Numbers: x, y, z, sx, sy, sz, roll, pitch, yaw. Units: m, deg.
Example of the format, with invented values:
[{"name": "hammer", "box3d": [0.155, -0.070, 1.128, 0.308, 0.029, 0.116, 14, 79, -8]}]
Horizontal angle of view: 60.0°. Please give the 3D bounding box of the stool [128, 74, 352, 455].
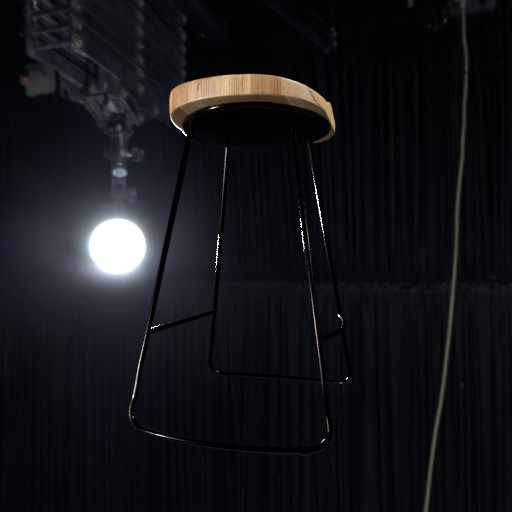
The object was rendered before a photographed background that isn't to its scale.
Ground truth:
[{"name": "stool", "box3d": [0.000, 0.000, 1.004, 0.401, 0.679, 0.480, 0, 0, 17]}]
